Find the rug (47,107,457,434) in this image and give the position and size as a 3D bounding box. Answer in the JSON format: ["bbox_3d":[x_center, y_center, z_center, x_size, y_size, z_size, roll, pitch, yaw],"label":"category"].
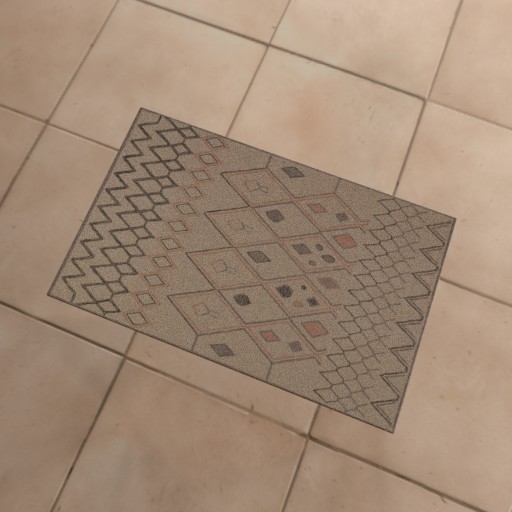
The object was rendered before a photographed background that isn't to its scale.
[{"bbox_3d":[0.000,0.000,3.048,2.438,0.015,1.524,21,77,5],"label":"rug"}]
